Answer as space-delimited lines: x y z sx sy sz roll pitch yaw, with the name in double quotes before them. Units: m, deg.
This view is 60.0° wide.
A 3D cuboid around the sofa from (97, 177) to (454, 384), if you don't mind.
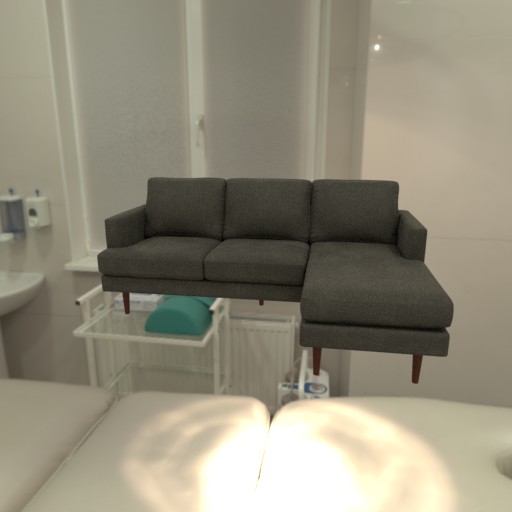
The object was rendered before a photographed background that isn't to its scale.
"sofa" 0.000 0.000 3.047 2.233 0.956 1.504 2 15 9
